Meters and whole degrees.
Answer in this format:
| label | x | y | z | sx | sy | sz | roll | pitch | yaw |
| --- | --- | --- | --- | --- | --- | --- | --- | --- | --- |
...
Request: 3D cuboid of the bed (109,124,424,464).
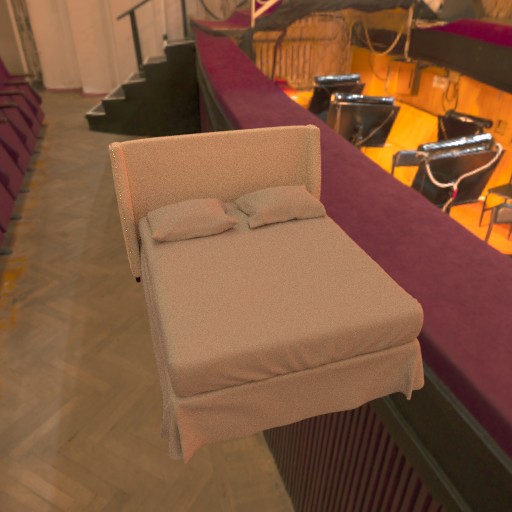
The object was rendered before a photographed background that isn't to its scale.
| label | x | y | z | sx | sy | sz | roll | pitch | yaw |
| --- | --- | --- | --- | --- | --- | --- | --- | --- | --- |
| bed | 0.000 | 0.000 | 3.432 | 1.925 | 1.332 | 2.276 | -10 | 33 | -15 |
